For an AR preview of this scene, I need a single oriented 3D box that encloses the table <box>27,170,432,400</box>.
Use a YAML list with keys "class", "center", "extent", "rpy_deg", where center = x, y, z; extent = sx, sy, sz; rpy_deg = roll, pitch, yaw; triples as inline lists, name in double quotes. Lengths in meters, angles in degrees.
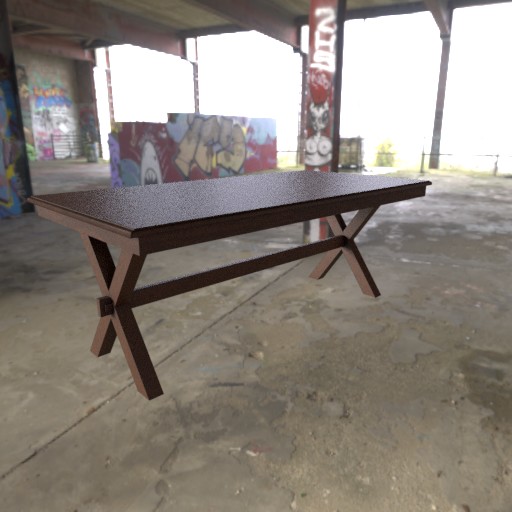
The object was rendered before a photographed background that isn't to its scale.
- class: "table"
  center: [0.000, 0.000, 1.485]
  extent: [1.197, 0.459, 0.594]
  rpy_deg: [-15, 21, -41]
